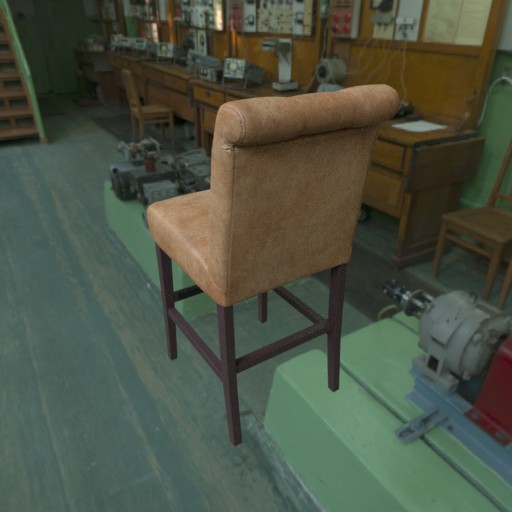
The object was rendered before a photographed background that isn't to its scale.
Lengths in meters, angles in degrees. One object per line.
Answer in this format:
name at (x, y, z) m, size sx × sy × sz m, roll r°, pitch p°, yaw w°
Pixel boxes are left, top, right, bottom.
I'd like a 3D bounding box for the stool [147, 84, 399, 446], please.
stool at (0.000, 0.000, 1.399) m, size 0.493 × 1.047 × 0.601 m, roll -18°, pitch 34°, yaw -29°
